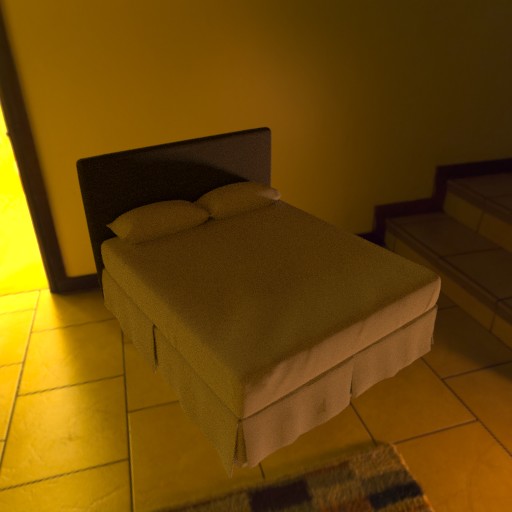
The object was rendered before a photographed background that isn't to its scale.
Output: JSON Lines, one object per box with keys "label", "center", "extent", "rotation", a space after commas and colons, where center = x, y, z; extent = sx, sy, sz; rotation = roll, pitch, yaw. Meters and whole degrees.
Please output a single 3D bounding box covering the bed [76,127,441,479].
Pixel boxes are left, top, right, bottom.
{"label": "bed", "center": [0.000, 0.000, 3.338], "extent": [1.884, 1.330, 2.142], "rotation": [-20, 35, -32]}
